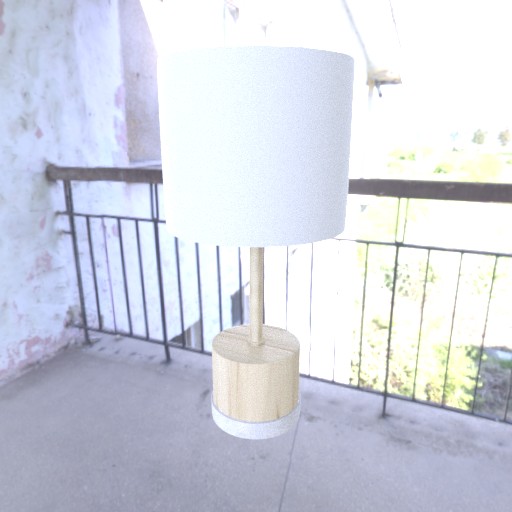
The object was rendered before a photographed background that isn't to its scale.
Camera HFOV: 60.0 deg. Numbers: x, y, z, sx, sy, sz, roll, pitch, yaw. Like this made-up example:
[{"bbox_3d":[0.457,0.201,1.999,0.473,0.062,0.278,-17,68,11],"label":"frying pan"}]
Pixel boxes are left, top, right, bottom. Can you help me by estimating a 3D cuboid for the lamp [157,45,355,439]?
[{"bbox_3d":[0.000,0.000,0.584,0.229,0.470,0.229,7,18,24],"label":"lamp"}]
